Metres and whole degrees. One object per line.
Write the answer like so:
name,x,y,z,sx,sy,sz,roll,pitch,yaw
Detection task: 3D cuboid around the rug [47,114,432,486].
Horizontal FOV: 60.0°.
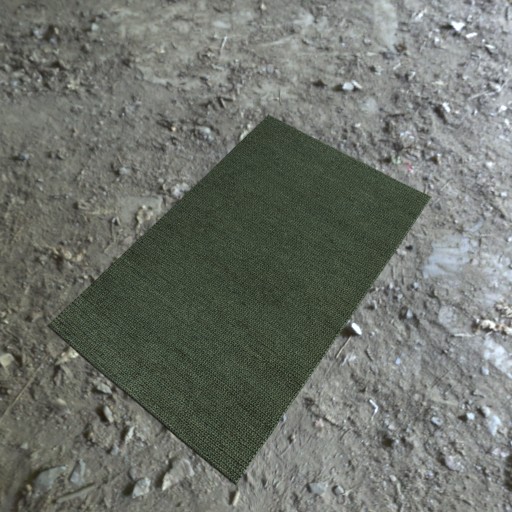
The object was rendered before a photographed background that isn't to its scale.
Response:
rug,0.000,0.000,3.103,1.538,0.021,2.443,32,64,18
